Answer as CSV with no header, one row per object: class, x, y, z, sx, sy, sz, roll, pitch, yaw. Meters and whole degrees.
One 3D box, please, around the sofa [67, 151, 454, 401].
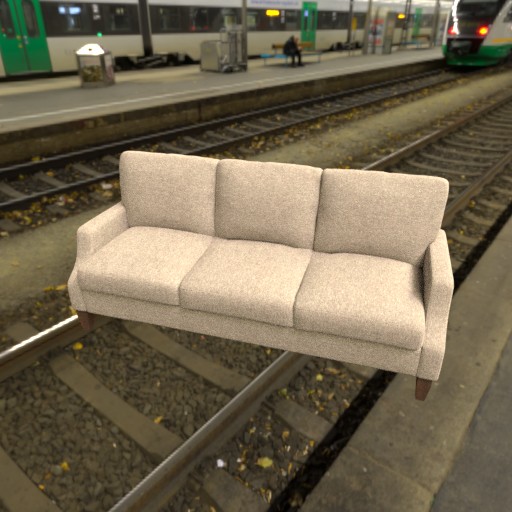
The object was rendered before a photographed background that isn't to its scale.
sofa,0.000,0.000,2.631,2.115,0.984,0.888,8,29,15
